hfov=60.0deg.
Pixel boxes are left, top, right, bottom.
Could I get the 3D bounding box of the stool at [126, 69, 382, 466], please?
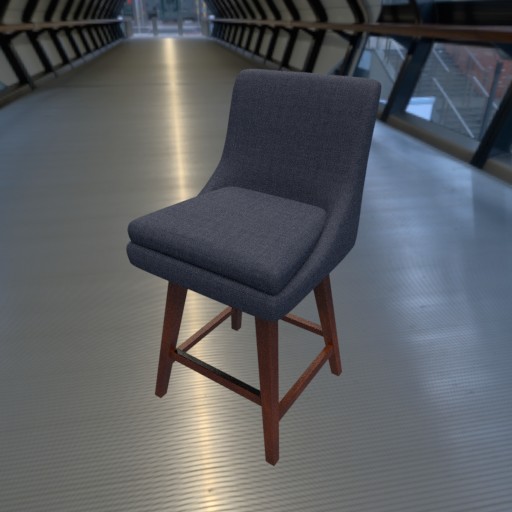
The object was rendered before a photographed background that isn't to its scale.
[{"bbox_3d":[0.000,0.000,1.221,0.467,0.895,0.524,18,34,30],"label":"stool"}]
